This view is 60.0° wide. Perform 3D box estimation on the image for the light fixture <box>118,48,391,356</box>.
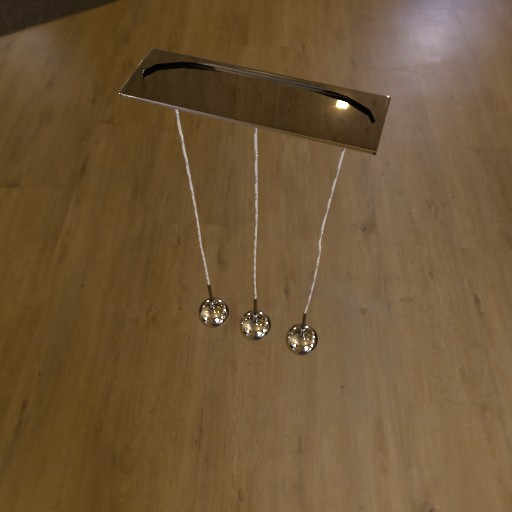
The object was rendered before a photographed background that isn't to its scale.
[{"bbox_3d":[0.000,0.000,1.631,0.623,1.408,0.188,16,59,10],"label":"light fixture"}]
